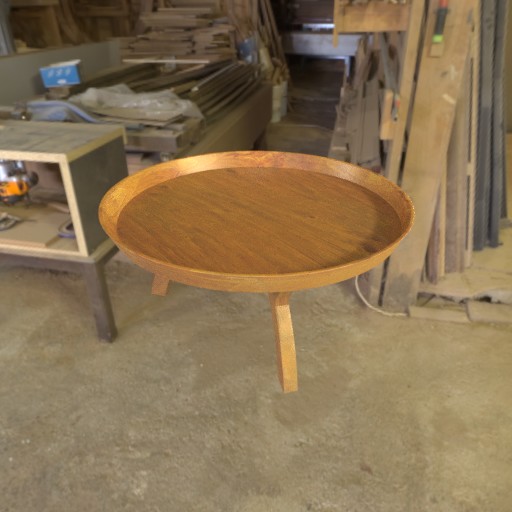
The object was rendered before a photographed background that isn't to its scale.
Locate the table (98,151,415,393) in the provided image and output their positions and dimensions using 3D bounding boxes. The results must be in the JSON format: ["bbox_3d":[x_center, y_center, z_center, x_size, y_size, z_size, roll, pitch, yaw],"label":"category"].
[{"bbox_3d":[0.000,0.000,1.602,1.016,0.470,1.016,0,30,0],"label":"table"}]
